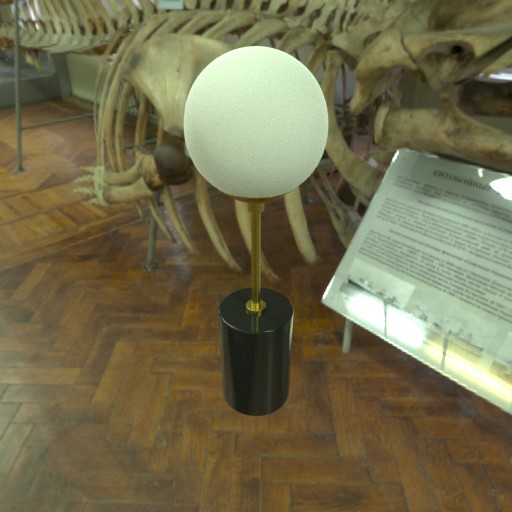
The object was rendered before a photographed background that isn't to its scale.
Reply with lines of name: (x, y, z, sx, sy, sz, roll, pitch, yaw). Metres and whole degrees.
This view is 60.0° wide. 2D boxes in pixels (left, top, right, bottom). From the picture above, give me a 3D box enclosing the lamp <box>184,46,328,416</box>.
lamp: (0.000, 0.000, 0.559, 0.153, 0.480, 0.153, 0, 31, 0)
